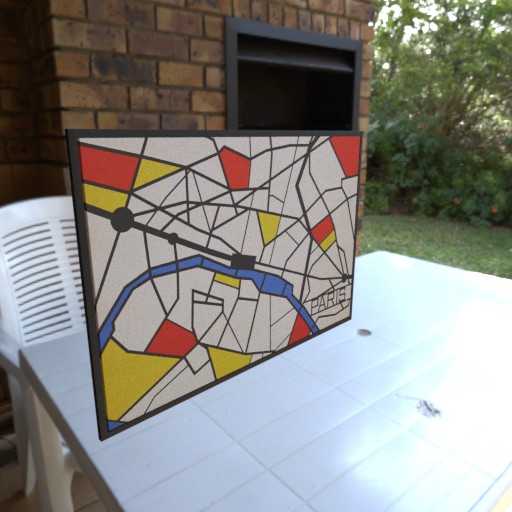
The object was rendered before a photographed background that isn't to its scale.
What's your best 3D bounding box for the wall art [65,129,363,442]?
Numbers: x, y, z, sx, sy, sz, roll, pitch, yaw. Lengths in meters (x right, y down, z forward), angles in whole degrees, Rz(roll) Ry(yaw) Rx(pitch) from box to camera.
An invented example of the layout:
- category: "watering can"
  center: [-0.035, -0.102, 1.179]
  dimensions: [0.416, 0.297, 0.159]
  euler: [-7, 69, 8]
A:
- category: "wall art"
  center: [0.000, 0.000, 1.218]
  dimensions: [0.963, 0.665, 0.013]
  euler: [-14, 21, -42]
